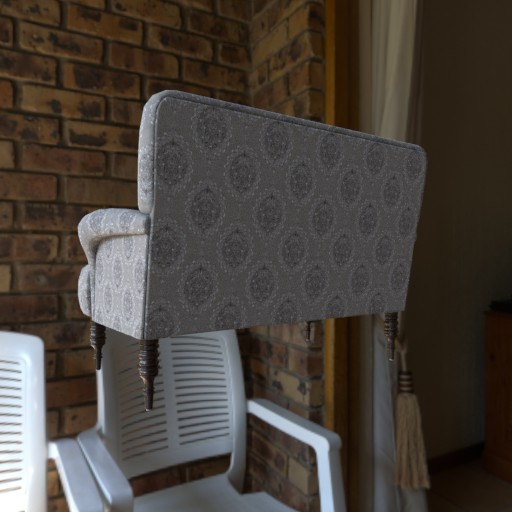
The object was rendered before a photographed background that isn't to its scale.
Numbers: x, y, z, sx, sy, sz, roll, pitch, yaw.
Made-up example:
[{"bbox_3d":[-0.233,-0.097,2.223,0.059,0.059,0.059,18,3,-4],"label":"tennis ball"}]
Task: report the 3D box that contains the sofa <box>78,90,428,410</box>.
[{"bbox_3d":[0.000,0.000,1.785,1.297,0.889,0.779,0,0,-35],"label":"sofa"}]
